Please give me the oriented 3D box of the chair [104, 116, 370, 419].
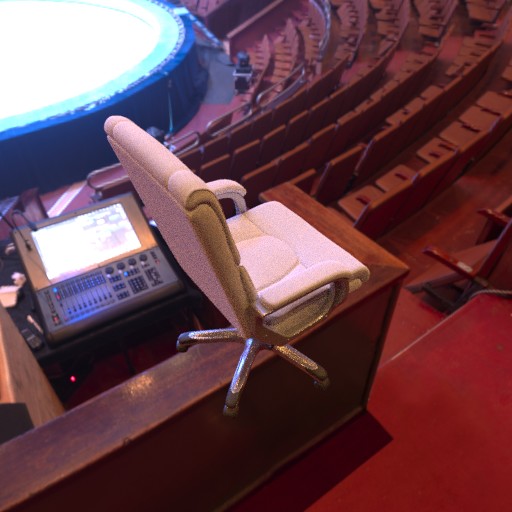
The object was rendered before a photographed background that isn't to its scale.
[{"bbox_3d":[0.000,0.000,1.611,0.738,1.120,0.687,-26,48,-26],"label":"chair"}]
